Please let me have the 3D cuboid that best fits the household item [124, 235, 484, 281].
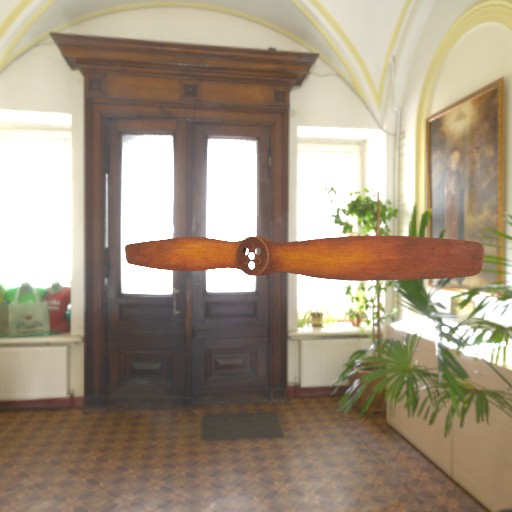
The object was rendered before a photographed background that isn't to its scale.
[{"bbox_3d":[0.000,0.000,1.278,1.181,0.121,0.051,0,1,36],"label":"household item"}]
